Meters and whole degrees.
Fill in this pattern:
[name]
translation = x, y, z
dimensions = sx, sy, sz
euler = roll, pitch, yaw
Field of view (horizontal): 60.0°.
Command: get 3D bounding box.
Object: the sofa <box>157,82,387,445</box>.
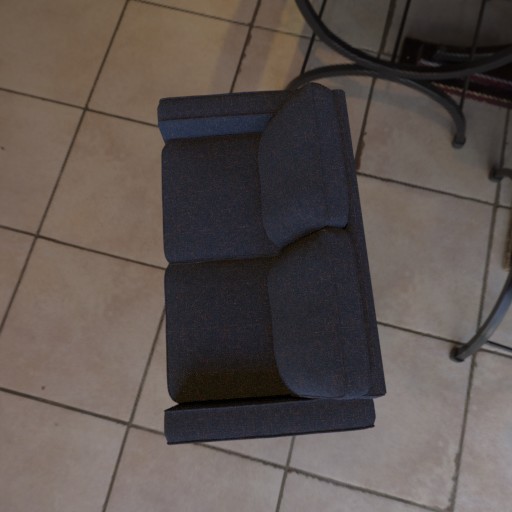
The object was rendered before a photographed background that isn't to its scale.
[sofa]
translation = 0.000, 0.000, 2.254
dimensions = 0.947, 0.918, 1.709
euler = -4, 76, -1
